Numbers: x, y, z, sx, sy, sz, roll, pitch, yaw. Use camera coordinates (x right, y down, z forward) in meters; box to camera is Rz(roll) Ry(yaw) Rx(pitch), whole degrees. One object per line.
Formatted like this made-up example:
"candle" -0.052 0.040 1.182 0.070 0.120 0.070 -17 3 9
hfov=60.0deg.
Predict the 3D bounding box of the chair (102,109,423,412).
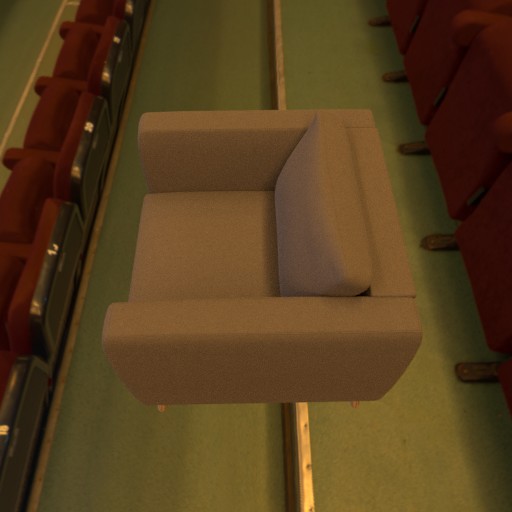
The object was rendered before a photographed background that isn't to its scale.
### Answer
"chair" 0.000 0.000 1.709 0.930 0.860 1.000 -1 58 -1
